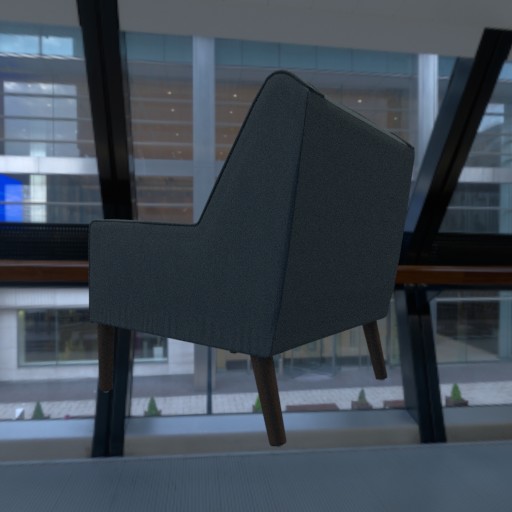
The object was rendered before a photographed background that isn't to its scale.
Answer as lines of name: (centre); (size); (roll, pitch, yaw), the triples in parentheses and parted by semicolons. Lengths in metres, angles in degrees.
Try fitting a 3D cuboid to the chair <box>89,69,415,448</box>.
chair: (0.000, 0.000, 1.312); (0.733, 0.780, 0.663); (1, 1, 37)
